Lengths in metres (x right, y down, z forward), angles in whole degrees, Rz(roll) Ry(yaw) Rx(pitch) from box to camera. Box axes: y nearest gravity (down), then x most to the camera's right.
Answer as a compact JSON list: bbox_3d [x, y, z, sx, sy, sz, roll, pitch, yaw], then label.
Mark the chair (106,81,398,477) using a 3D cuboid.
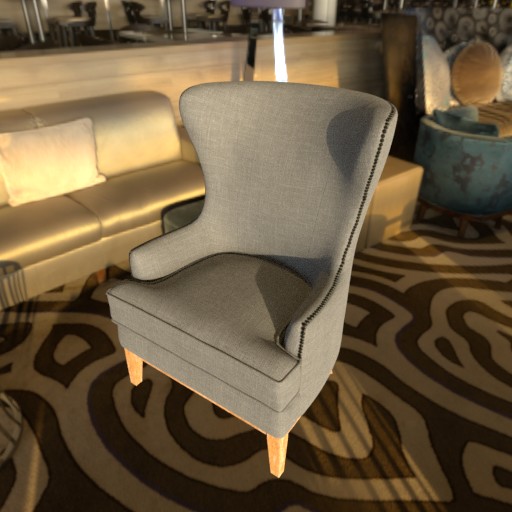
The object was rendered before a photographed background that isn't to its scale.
[{"bbox_3d":[0.000,0.000,1.759,0.864,1.176,0.883,20,36,30],"label":"chair"}]
